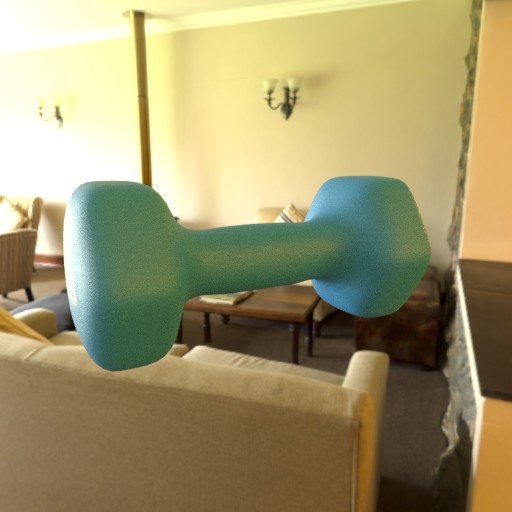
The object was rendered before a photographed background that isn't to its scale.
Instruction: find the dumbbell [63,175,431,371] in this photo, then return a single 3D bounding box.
[{"bbox_3d":[0.000,0.000,0.192,0.152,0.066,0.074,-6,14,-27],"label":"dumbbell"}]
